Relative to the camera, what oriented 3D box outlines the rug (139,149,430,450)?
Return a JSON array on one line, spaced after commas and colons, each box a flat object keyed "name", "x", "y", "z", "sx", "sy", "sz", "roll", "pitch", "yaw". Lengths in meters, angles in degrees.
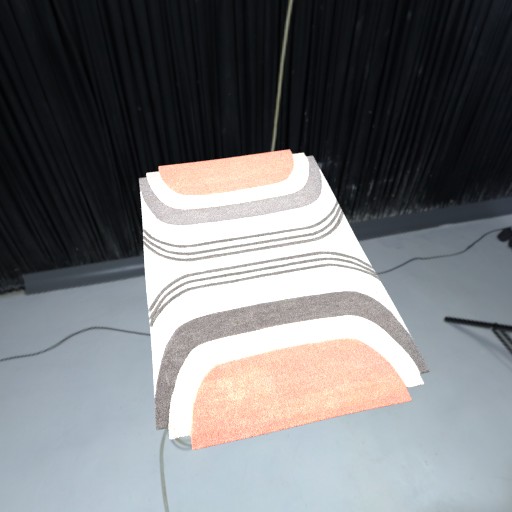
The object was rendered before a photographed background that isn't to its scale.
[{"name": "rug", "x": 0.000, "y": 0.000, "z": 3.106, "sx": 1.530, "sy": 0.017, "sz": 2.446, "roll": -9, "pitch": 47, "yaw": -9}]
